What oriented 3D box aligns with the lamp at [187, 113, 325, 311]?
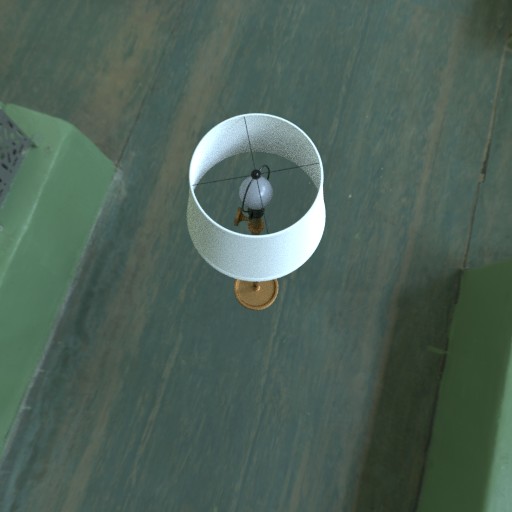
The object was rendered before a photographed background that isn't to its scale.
[{"bbox_3d":[0.000,0.000,0.796,0.178,0.710,0.178,0,76,0],"label":"lamp"}]
